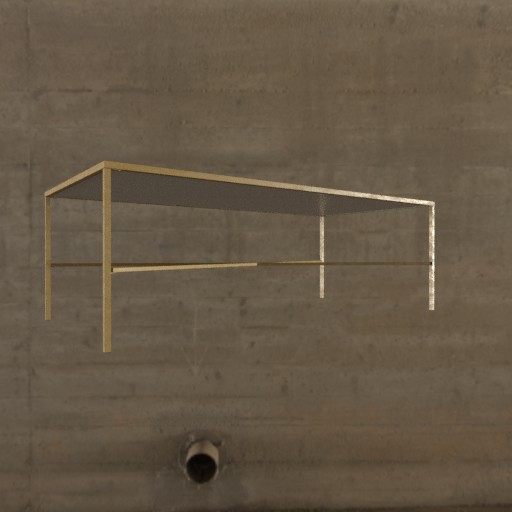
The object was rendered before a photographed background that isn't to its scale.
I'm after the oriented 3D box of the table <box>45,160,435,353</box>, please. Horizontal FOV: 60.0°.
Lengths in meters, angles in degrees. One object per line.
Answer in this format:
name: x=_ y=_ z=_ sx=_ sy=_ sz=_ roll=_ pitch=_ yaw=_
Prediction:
table: x=0.000 y=0.000 z=1.505 sx=1.206 sy=0.398 sz=0.580 roll=0 pitch=0 yaw=-36
